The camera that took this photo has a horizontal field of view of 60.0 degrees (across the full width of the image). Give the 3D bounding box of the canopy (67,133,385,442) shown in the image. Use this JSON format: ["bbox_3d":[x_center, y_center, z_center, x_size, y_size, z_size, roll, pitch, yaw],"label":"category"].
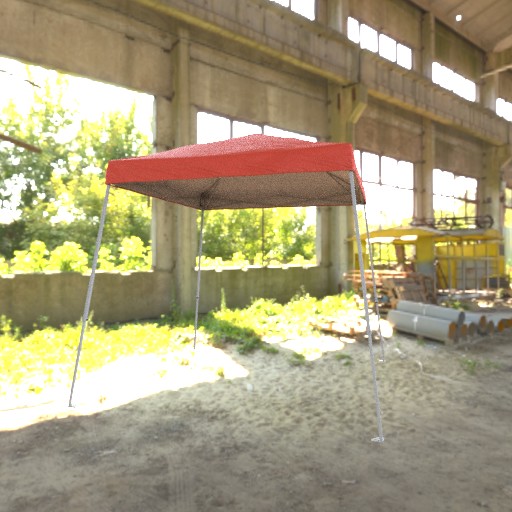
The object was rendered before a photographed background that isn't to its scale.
[{"bbox_3d":[0.000,0.000,5.124,2.850,2.850,2.849,0,-1,16],"label":"canopy"}]
